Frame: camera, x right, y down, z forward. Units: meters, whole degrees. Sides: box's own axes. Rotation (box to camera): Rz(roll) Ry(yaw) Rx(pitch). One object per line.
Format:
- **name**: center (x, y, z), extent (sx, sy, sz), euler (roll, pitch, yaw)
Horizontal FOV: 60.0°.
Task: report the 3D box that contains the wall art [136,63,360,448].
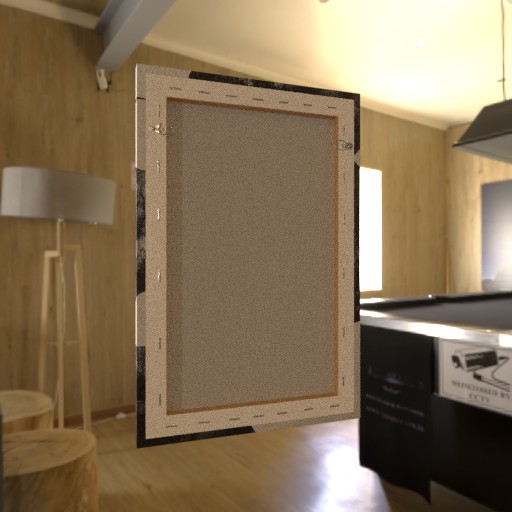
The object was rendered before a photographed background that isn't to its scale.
- **wall art**: center (0.000, 0.000, 1.166), extent (0.610, 0.915, 0.041), euler (0, 0, -19)
